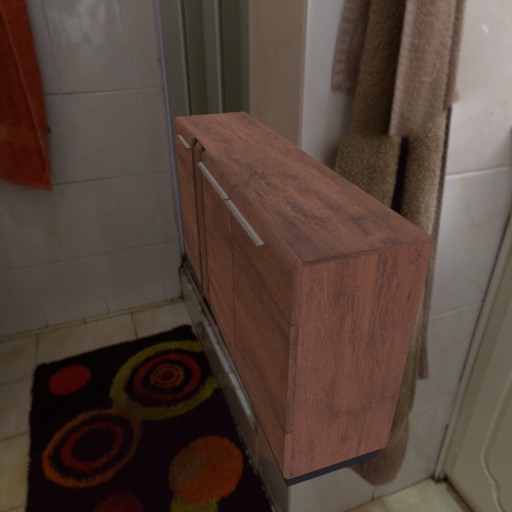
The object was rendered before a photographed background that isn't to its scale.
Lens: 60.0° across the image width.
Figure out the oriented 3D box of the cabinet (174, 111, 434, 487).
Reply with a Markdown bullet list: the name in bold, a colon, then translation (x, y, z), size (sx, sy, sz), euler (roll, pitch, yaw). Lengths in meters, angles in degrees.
- **cabinet**: translation (0.000, 0.000, 1.969), size (0.420, 0.900, 1.600), euler (-10, 31, -17)
